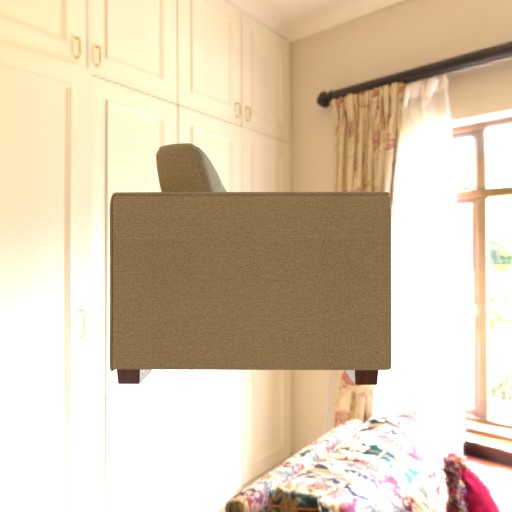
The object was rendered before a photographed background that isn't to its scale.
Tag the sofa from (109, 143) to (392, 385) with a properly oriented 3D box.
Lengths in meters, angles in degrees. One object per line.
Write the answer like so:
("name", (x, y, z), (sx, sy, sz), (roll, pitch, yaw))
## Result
("sofa", (0.000, 0.000, 2.450), (1.007, 0.924, 1.812), (0, 0, 1))
